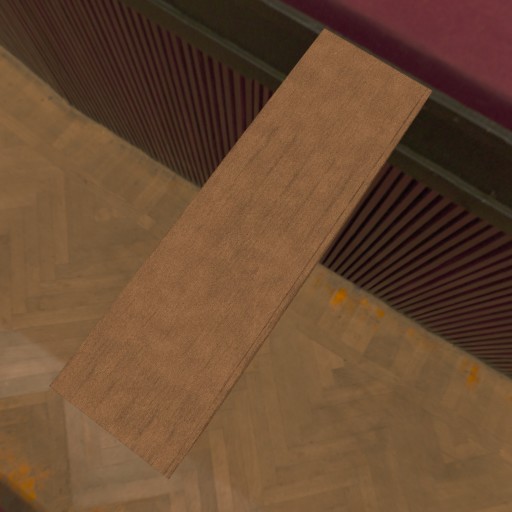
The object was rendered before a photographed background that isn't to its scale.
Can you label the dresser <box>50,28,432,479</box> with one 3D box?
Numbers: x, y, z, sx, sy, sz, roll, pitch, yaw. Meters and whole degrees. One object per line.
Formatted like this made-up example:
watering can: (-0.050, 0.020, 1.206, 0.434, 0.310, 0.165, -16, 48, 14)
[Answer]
dresser: (0.000, 0.000, 1.971, 0.483, 0.889, 1.628, 34, 79, 7)
